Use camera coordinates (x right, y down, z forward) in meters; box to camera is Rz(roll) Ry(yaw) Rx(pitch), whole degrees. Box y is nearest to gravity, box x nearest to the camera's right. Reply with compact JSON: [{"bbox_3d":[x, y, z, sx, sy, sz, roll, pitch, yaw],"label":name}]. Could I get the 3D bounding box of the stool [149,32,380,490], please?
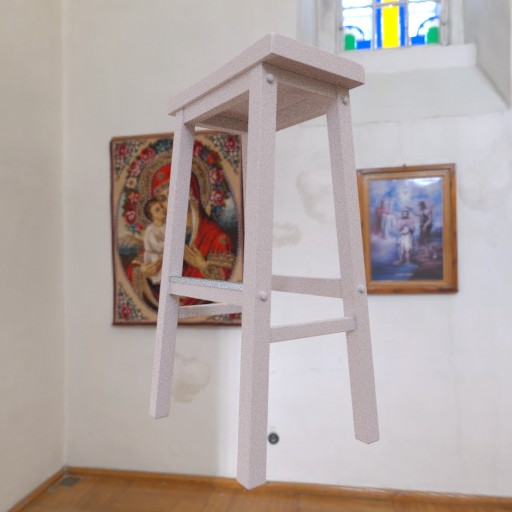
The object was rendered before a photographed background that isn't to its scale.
[{"bbox_3d":[0.000,0.000,0.959,0.322,0.742,0.406,0,1,-36],"label":"stool"}]
